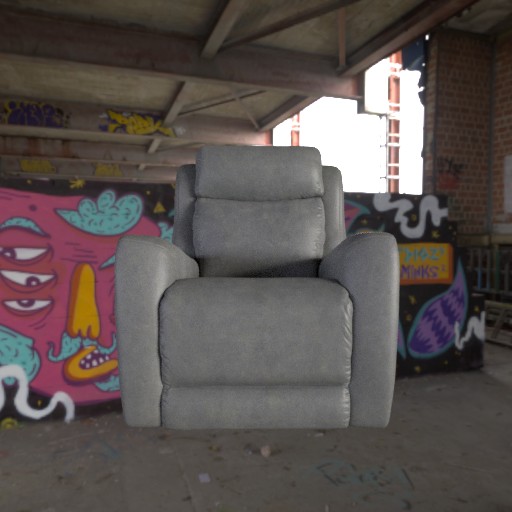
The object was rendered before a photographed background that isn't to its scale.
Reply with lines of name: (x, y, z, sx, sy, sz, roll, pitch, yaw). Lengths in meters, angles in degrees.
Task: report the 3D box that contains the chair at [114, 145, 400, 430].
chair: (0.000, 0.000, 1.924, 0.967, 1.116, 1.068, 0, 2, 1)
